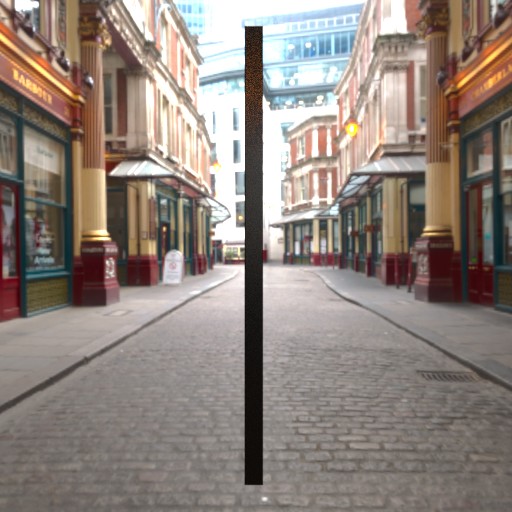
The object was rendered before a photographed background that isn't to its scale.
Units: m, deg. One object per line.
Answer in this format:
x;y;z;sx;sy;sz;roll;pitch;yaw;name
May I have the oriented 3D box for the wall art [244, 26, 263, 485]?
0.000;0.000;0.511;0.014;0.349;0.349;0;0;1;wall art
